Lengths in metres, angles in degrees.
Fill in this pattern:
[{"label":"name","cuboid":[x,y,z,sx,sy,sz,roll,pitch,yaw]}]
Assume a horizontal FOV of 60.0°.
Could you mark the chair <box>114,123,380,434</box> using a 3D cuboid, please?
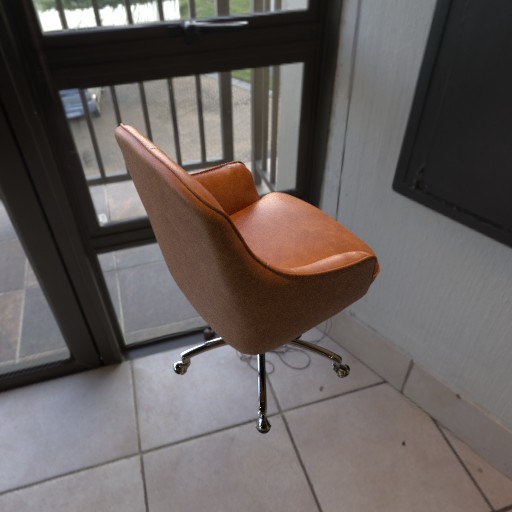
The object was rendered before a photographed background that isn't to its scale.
[{"label":"chair","cuboid":[0.000,0.000,1.345,0.615,0.909,0.628,-25,47,-26]}]
